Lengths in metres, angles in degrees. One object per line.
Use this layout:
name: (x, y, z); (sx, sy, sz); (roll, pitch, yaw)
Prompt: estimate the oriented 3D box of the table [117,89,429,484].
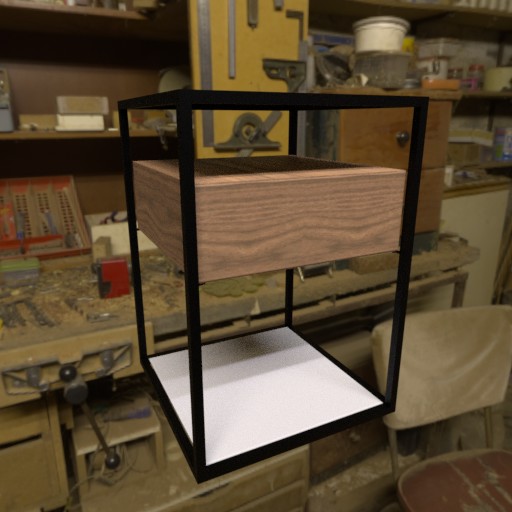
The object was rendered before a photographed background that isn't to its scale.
table: (0.000, 0.000, 0.807); (0.378, 0.540, 0.378); (-8, 19, -25)
